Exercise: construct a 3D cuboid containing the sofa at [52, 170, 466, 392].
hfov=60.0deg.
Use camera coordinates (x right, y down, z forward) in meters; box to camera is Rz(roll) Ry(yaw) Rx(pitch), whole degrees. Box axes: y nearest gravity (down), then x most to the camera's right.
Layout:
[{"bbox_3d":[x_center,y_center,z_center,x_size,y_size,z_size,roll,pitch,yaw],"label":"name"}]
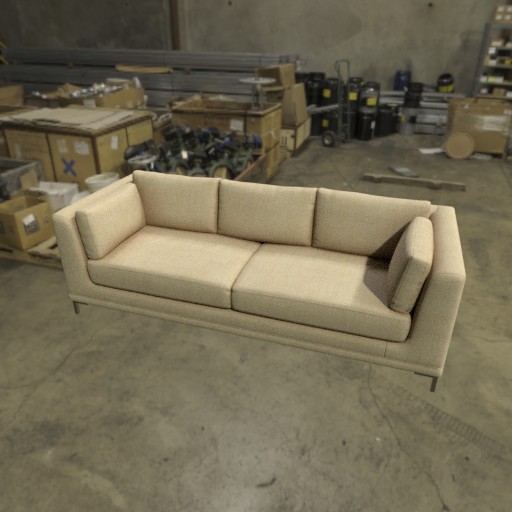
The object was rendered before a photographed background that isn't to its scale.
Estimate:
[{"bbox_3d":[0.000,0.000,2.970,2.415,0.867,0.969,9,29,16],"label":"sofa"}]
